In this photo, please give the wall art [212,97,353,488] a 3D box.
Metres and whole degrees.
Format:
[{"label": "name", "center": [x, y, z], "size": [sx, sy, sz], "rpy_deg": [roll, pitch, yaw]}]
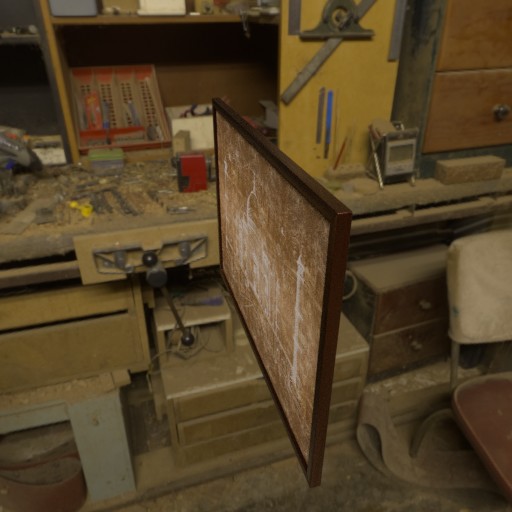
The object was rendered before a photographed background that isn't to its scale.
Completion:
[{"label": "wall art", "center": [0.000, 0.000, 0.554], "size": [0.012, 0.304, 0.431], "rpy_deg": [-8, 31, -14]}]
